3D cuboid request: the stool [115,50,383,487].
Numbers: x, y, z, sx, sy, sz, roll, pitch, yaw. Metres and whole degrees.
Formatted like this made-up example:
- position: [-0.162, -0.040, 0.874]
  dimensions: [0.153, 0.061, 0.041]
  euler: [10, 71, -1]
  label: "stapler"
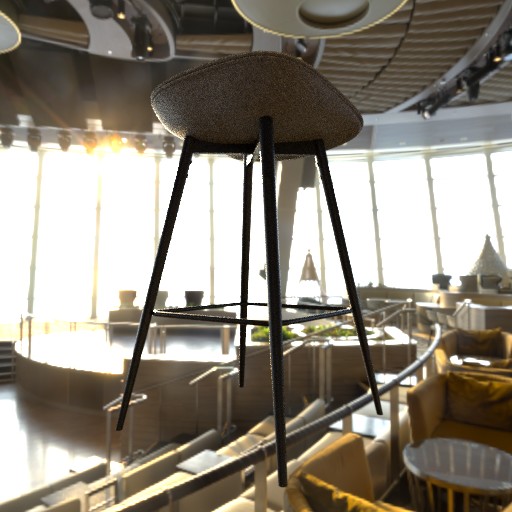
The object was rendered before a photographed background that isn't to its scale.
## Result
- position: [0.000, 0.000, 1.101]
  dimensions: [0.469, 0.814, 0.480]
  euler: [-1, -2, 36]
  label: "stool"
